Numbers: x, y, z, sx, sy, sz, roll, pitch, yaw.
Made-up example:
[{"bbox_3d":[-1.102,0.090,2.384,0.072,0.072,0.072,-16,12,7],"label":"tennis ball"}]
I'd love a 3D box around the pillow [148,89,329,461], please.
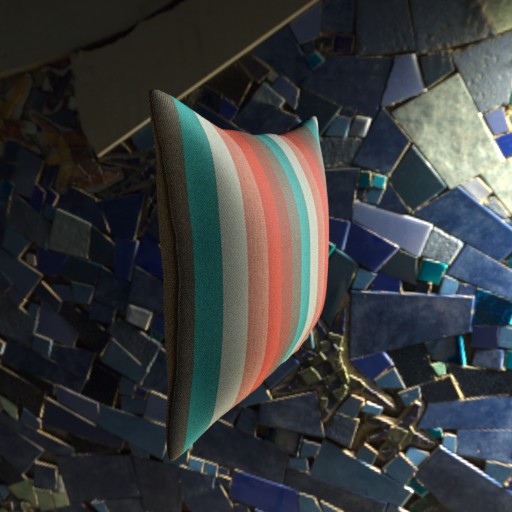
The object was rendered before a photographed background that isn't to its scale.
[{"bbox_3d":[0.000,0.000,0.690,0.168,0.443,0.453,7,15,28],"label":"pillow"}]
